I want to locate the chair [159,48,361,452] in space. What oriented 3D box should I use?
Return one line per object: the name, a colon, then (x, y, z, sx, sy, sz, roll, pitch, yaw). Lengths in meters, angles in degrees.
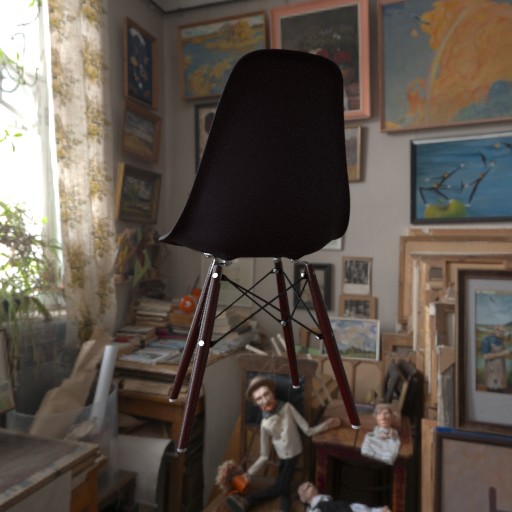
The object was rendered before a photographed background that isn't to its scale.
chair: (0.000, 0.000, 1.140, 0.470, 0.826, 0.533, 0, 1, -19)
